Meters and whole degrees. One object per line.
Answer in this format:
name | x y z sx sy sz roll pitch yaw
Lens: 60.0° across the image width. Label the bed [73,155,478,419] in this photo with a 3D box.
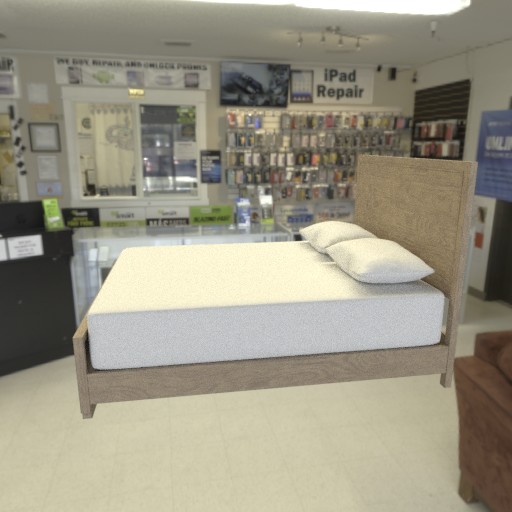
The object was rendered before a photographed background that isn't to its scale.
bed | 0.000 0.000 3.180 2.189 1.369 1.606 -2 14 -9
